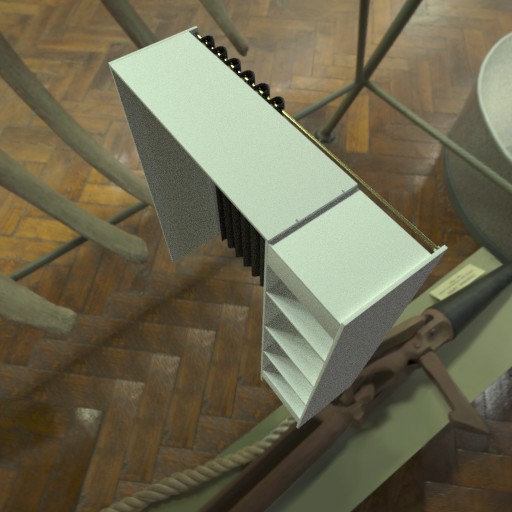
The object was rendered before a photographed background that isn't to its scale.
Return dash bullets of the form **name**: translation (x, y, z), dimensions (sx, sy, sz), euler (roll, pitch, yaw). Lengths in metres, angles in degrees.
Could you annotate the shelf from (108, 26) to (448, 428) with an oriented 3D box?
- **shelf**: translation (0.000, 0.000, 2.555), dimensions (0.500, 1.810, 1.600), euler (-33, 64, -18)
